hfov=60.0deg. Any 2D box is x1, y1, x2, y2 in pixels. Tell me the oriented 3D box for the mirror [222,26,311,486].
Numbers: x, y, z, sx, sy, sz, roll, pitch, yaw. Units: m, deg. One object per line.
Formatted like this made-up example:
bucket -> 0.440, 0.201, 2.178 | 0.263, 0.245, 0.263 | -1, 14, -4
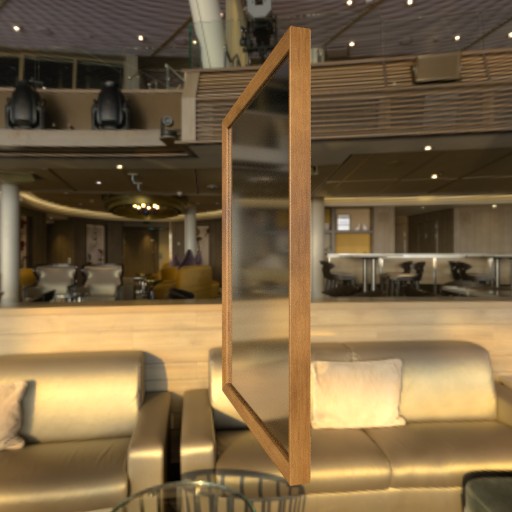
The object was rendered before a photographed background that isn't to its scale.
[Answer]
mirror -> 0.000, 0.000, 0.932 | 0.039, 0.711, 0.508 | 0, 0, -16
